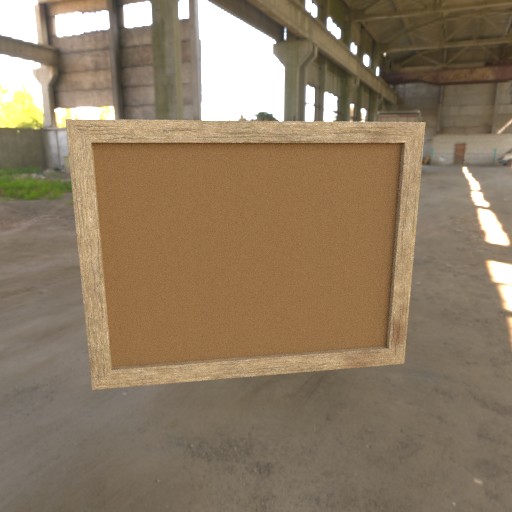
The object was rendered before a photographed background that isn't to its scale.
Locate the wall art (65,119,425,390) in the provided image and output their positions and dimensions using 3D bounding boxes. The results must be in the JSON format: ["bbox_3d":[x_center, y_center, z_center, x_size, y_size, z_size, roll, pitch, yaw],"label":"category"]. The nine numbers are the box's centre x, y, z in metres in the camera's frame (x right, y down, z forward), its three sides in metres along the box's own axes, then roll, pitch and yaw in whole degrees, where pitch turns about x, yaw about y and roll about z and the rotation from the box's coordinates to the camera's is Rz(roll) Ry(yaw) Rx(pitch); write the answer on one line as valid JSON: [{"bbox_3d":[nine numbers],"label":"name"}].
[{"bbox_3d":[0.000,0.000,0.917,0.690,0.535,0.026,-2,14,-9],"label":"wall art"}]
